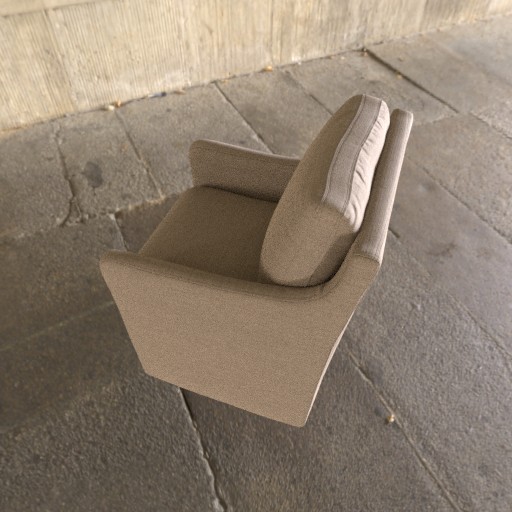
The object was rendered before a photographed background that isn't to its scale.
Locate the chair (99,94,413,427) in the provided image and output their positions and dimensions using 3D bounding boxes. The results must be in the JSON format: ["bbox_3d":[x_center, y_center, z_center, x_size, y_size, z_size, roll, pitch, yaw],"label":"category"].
[{"bbox_3d":[0.000,0.000,1.368,0.694,0.914,0.626,15,49,13],"label":"chair"}]
